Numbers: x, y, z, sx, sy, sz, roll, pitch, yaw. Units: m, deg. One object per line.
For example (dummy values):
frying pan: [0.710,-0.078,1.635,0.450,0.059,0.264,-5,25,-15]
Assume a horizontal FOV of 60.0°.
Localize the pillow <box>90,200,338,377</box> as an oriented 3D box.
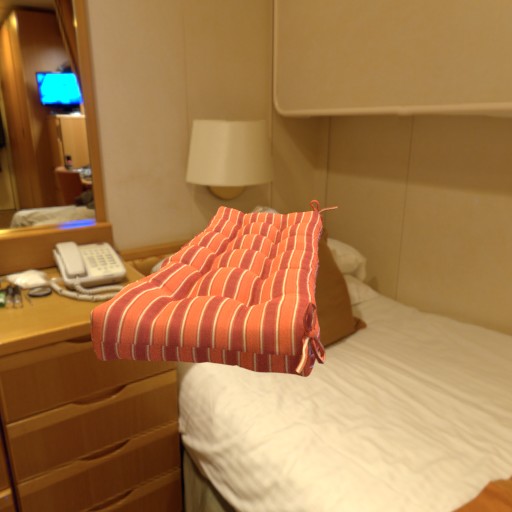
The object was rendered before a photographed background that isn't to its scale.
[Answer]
pillow: [0.000,0.000,1.344,0.511,0.174,1.194,2,17,8]
